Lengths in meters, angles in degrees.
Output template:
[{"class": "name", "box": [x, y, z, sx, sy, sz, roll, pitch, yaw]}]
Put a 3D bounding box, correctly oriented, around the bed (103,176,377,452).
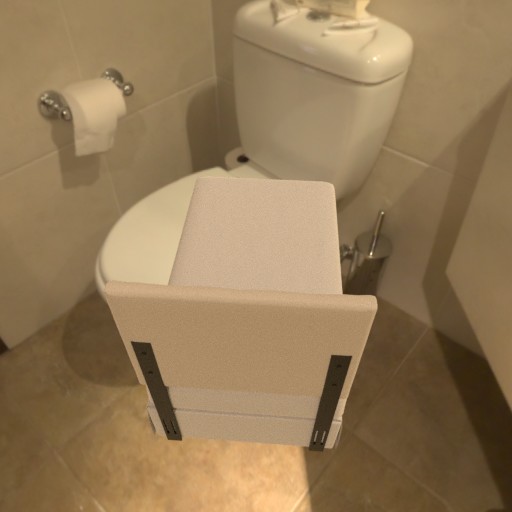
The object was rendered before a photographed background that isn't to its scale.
[{"class": "bed", "box": [0.000, 0.000, 3.039, 1.261, 1.571, 1.997, 3, 47, 3]}]
